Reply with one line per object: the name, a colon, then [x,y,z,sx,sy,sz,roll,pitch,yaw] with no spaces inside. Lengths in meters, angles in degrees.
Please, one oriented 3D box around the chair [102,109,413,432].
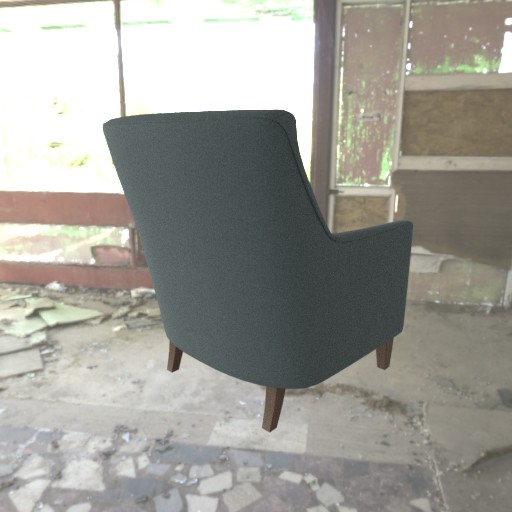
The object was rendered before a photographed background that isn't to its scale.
chair: [0.000,0.000,1.537,0.756,0.916,0.879,14,20,43]
